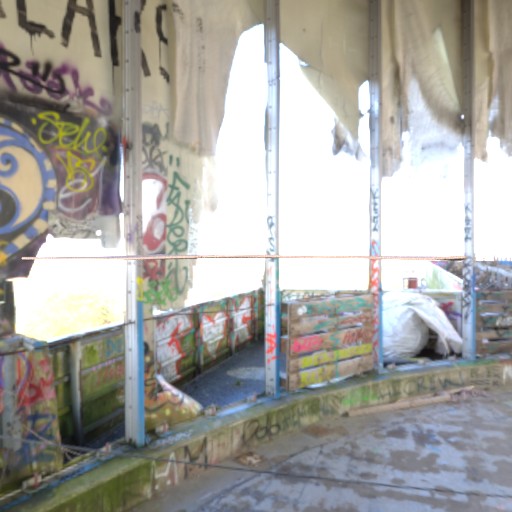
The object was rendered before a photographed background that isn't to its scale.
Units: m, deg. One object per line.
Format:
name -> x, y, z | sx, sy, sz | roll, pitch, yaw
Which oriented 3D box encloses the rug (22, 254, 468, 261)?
rug -> 0.000, 0.000, 2.279 | 1.837, 0.025, 1.230 | 0, 1, 18
